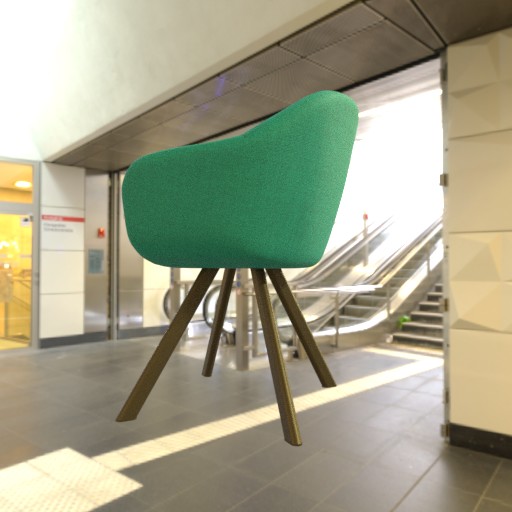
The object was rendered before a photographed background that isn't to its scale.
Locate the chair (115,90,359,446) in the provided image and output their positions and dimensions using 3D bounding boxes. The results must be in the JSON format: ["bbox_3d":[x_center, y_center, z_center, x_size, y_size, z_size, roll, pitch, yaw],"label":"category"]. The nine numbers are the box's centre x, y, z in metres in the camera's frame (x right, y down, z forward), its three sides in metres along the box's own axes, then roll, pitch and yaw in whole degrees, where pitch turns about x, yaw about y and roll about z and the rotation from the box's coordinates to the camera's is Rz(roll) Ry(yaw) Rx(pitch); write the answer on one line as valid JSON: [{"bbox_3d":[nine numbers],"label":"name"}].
[{"bbox_3d":[0.000,0.000,1.209,0.550,0.795,0.590,0,-1,19],"label":"chair"}]
